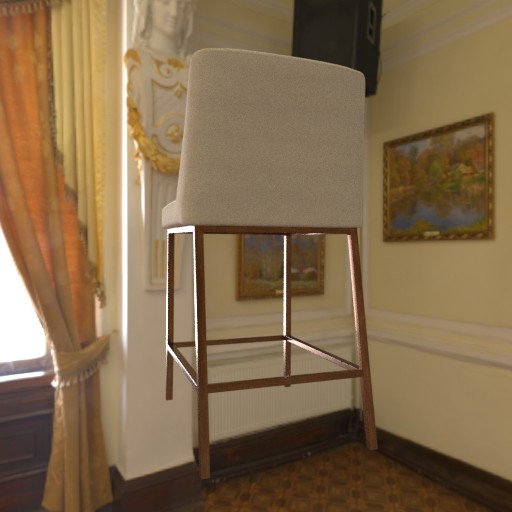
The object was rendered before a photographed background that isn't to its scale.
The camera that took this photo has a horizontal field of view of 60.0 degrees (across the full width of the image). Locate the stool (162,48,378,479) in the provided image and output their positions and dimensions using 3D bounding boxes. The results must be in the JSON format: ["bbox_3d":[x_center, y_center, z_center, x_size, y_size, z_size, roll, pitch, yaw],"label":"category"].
[{"bbox_3d":[0.000,0.000,1.313,0.507,0.973,0.576,0,1,-19],"label":"stool"}]
